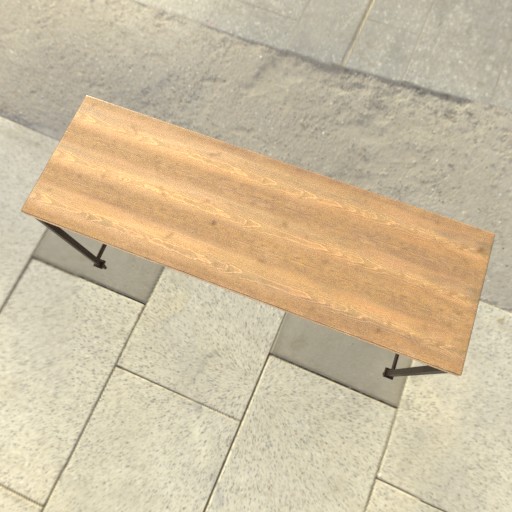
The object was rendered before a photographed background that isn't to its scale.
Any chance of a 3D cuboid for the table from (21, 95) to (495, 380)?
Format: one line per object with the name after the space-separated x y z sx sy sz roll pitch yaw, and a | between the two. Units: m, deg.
0.000 0.000 2.091 1.700 0.902 0.551 20 75 6 | table
